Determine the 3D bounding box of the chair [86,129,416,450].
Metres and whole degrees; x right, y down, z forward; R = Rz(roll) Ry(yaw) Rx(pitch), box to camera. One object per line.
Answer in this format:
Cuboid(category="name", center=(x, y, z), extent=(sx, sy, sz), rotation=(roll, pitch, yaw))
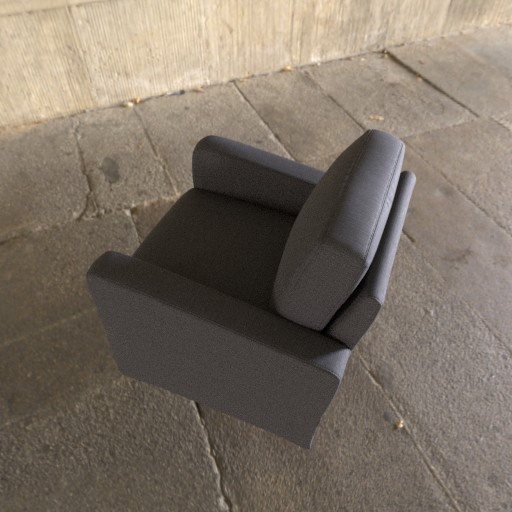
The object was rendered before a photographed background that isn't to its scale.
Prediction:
Cuboid(category="chair", center=(0.000, 0.000, 1.519), extent=(0.863, 0.855, 0.798), rotation=(17, 50, 15))
